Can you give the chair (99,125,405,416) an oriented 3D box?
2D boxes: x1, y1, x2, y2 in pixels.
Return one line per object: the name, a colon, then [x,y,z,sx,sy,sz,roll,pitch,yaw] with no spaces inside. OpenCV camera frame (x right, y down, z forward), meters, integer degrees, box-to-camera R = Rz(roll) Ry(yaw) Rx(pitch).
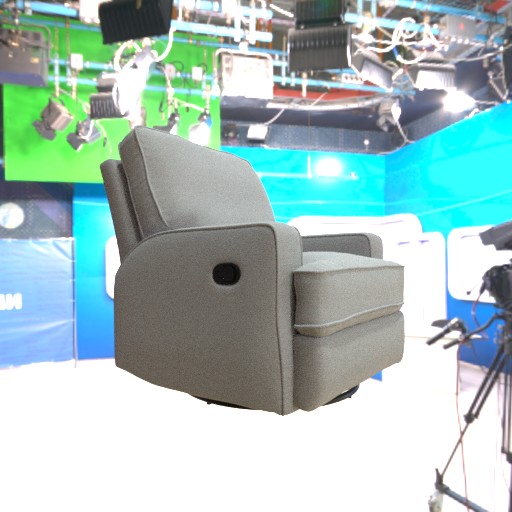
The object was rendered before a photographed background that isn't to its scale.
chair: [0.000,0.000,1.730,0.969,0.964,0.861,0,0,35]
